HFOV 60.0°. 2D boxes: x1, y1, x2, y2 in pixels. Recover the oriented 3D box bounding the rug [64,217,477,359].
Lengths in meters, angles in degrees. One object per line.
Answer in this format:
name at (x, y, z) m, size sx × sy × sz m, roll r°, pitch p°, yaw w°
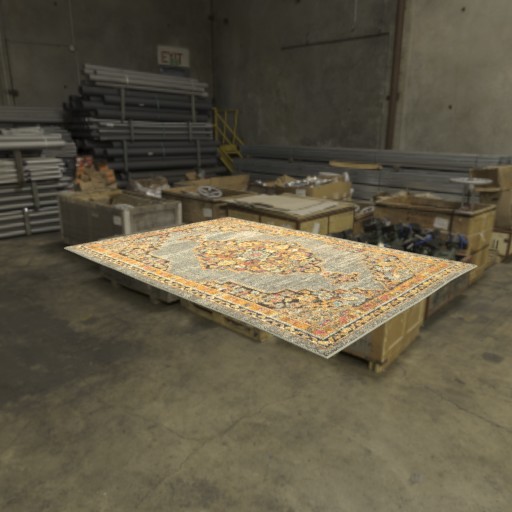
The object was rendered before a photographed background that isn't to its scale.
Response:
rug at (0.000, 0.000, 3.976) m, size 3.063 × 0.024 × 2.158 m, roll 15°, pitch 22°, yaw 42°
